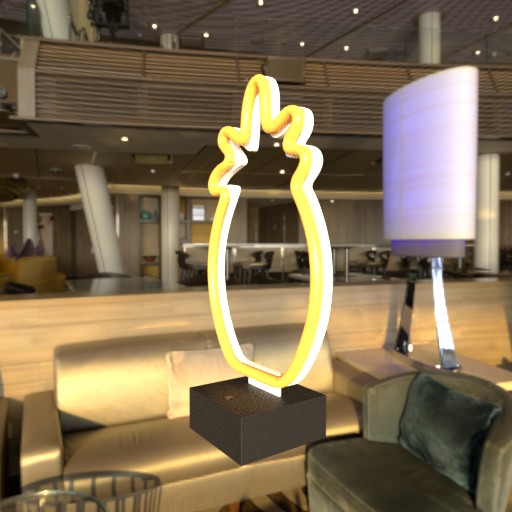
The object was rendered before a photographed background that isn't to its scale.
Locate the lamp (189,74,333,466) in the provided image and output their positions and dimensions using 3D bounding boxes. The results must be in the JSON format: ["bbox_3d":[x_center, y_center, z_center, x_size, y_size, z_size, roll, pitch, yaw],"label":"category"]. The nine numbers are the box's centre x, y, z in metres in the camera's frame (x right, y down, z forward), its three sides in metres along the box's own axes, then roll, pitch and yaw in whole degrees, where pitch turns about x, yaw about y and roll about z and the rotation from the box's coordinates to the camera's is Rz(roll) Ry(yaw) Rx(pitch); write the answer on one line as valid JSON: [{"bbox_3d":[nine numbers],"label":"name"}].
[{"bbox_3d":[0.000,0.000,0.394,0.088,0.317,0.167,-1,2,-35],"label":"lamp"}]
